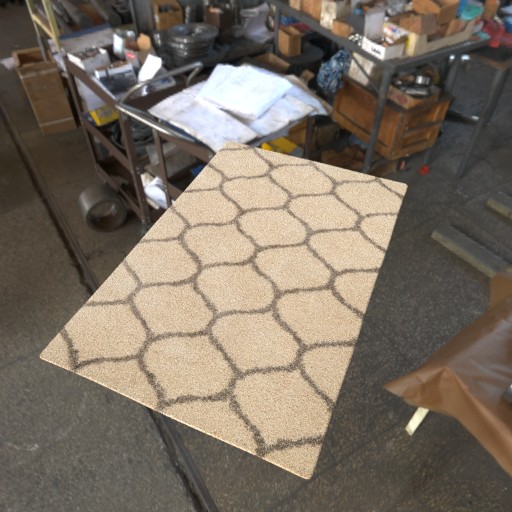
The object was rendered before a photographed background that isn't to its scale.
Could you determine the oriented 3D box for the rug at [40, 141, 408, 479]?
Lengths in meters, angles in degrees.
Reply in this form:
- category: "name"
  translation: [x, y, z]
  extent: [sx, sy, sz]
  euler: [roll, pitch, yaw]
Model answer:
- category: "rug"
  translation: [0.000, 0.000, 3.384]
  extent: [1.801, 0.026, 2.701]
  euler: [18, 49, 16]
